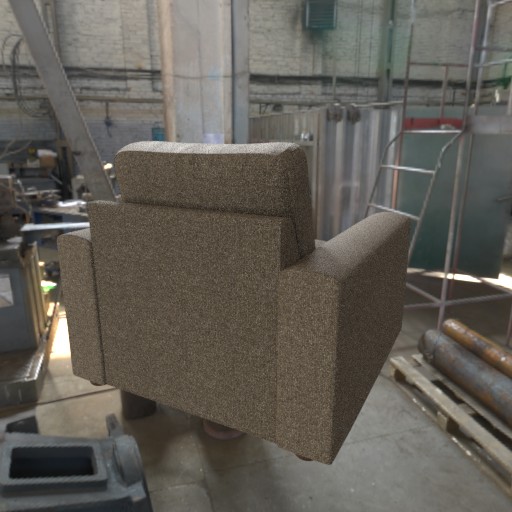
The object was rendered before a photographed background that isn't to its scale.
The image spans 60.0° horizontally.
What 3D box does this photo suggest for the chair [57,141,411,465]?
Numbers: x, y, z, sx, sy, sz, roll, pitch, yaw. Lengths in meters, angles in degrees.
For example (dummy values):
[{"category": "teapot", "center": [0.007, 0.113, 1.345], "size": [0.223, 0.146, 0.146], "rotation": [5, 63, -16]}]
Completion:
[{"category": "chair", "center": [0.000, 0.000, 1.731], "size": [1.005, 0.873, 1.016], "rotation": [8, 17, 27]}]
